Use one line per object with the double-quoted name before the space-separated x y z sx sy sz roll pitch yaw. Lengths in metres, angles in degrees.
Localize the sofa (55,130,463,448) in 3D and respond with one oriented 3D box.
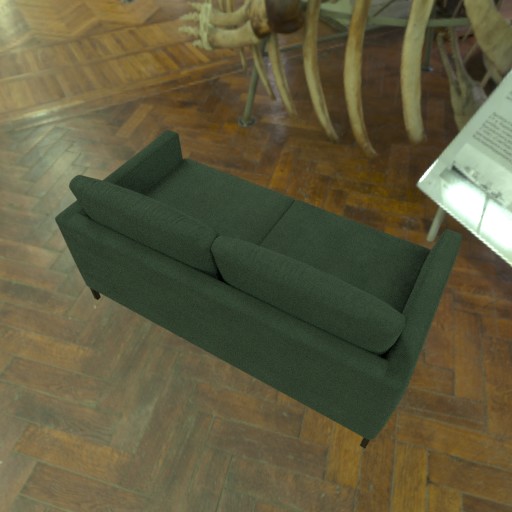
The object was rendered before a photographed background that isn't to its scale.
"sofa" 0.000 0.000 2.155 1.676 0.817 0.875 24 52 20
